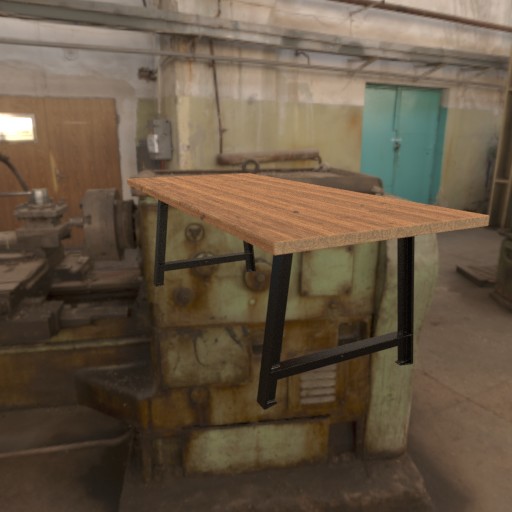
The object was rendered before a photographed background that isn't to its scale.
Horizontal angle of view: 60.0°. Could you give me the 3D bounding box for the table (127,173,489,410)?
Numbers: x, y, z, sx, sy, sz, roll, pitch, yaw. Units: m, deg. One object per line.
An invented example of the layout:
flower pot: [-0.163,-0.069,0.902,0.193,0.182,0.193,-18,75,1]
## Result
table: [0.000,0.000,2.615,1.000,0.757,2.200,-8,17,-26]
